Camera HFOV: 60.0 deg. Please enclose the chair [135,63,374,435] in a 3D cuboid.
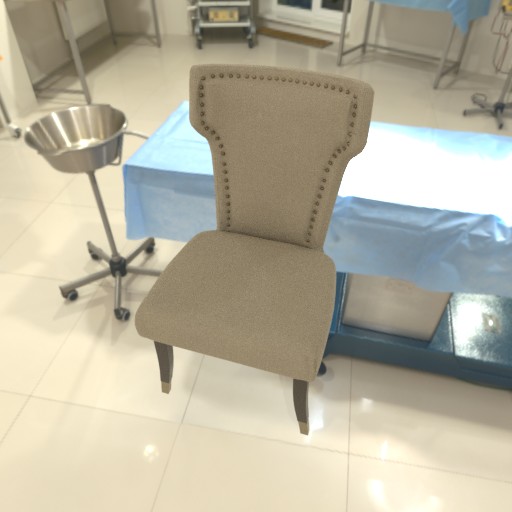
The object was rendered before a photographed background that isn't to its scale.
[{"bbox_3d":[0.000,0.000,1.348,0.526,0.955,0.630,12,43,13],"label":"chair"}]
